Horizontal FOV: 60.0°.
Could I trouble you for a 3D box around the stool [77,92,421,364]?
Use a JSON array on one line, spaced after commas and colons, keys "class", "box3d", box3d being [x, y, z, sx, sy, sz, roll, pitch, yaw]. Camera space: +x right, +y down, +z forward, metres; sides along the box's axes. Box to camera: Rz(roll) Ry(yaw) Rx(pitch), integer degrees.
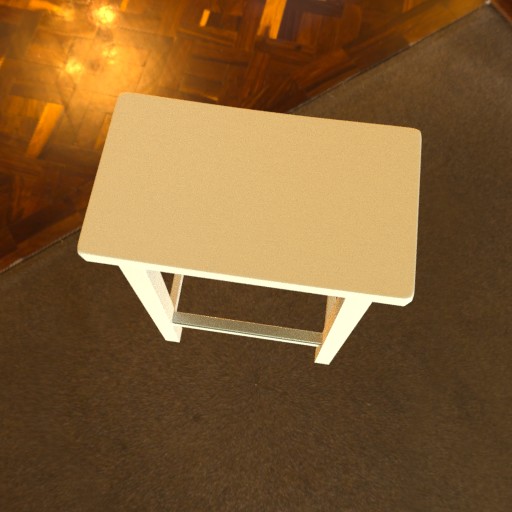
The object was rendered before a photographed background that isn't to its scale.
[{"class": "stool", "box3d": [0.000, 0.000, 0.847, 0.406, 0.610, 0.322, 8, 74, 2]}]
